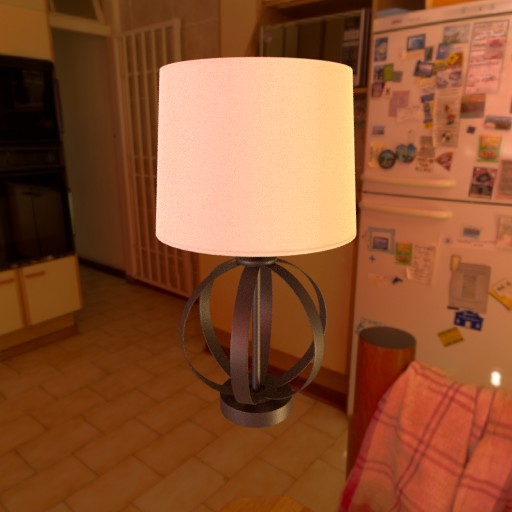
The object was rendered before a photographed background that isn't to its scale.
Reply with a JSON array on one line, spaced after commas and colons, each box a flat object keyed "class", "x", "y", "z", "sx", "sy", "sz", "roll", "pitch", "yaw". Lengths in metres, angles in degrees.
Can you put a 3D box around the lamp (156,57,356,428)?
[{"class": "lamp", "x": 0.000, "y": 0.000, "z": 0.661, "sx": 0.286, "sy": 0.510, "sz": 0.286, "roll": 0, "pitch": 16, "yaw": 0}]
